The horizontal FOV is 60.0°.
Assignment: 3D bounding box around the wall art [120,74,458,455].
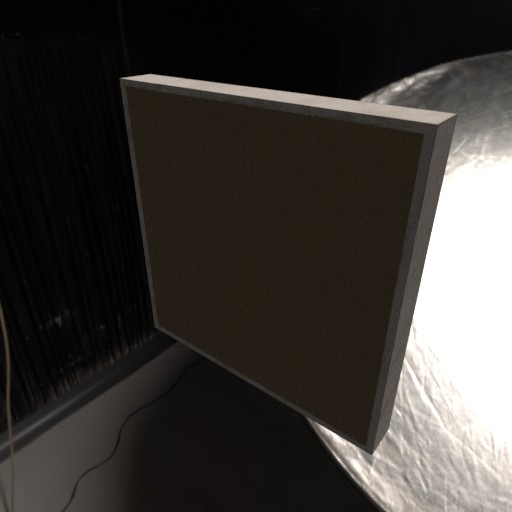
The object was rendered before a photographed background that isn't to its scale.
[{"bbox_3d":[0.000,0.000,0.433,0.305,0.303,0.038,21,36,33],"label":"wall art"}]
